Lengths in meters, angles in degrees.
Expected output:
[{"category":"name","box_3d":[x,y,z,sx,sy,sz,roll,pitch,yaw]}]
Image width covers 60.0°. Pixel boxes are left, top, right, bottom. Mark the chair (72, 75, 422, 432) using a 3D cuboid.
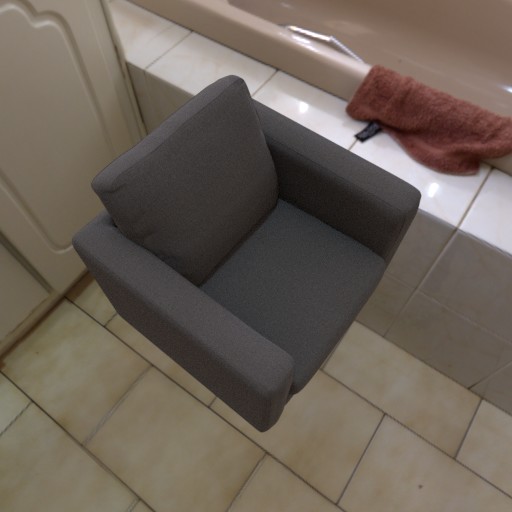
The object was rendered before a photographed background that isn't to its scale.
[{"category":"chair","box_3d":[0.000,0.000,1.589,0.800,0.927,0.854,34,65,18]}]
